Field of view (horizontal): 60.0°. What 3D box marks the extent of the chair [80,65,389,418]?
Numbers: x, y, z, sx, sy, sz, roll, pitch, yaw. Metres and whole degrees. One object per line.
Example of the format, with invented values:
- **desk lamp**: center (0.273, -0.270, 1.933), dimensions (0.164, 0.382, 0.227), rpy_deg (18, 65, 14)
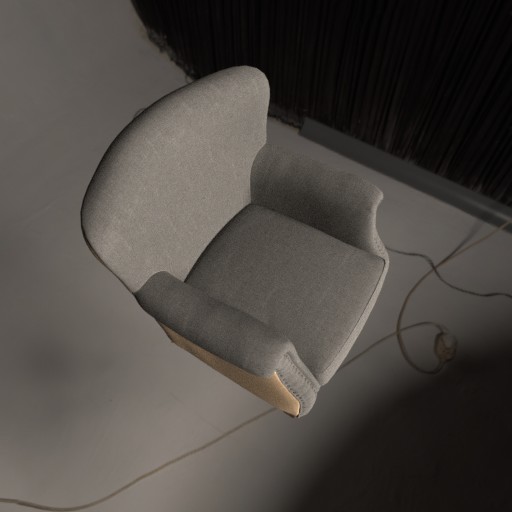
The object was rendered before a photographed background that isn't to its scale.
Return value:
- **chair**: center (0.000, 0.000, 1.657), dimensions (0.921, 0.936, 0.861), rpy_deg (29, 63, 16)
